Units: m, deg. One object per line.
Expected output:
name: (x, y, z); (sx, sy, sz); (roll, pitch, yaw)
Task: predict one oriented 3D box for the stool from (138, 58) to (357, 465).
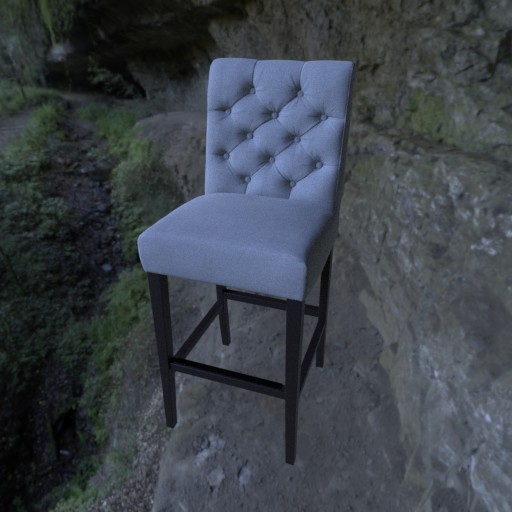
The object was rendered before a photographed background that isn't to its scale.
stool: (0.000, 0.000, 1.440); (0.493, 1.140, 0.601); (9, 29, 17)
